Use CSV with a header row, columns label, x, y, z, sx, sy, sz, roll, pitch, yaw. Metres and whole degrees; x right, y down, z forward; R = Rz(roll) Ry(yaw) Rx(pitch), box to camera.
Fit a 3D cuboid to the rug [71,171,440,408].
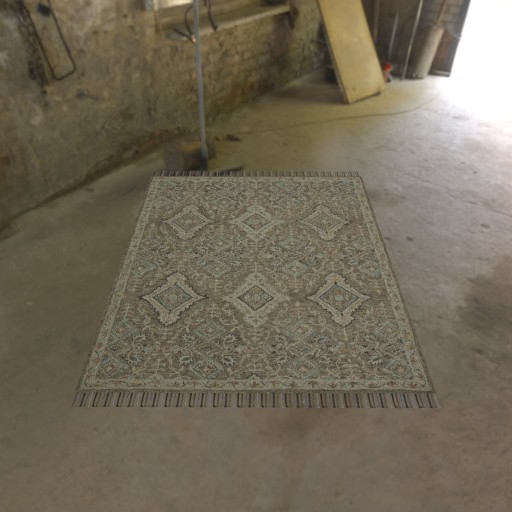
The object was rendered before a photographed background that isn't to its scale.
label,x,y,z,sx,sy,sz,roll,pitch,yaw
rug,0.000,0.000,4.065,2.437,0.010,3.056,0,41,0
